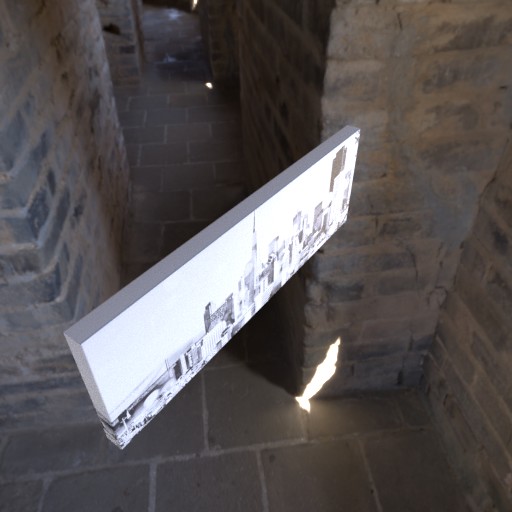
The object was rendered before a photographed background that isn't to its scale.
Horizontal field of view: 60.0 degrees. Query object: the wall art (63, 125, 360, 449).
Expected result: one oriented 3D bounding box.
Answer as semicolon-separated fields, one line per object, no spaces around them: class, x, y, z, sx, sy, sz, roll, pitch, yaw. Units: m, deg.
wall art;0.000;0.000;0.859;0.036;0.256;0.766;25;46;27
